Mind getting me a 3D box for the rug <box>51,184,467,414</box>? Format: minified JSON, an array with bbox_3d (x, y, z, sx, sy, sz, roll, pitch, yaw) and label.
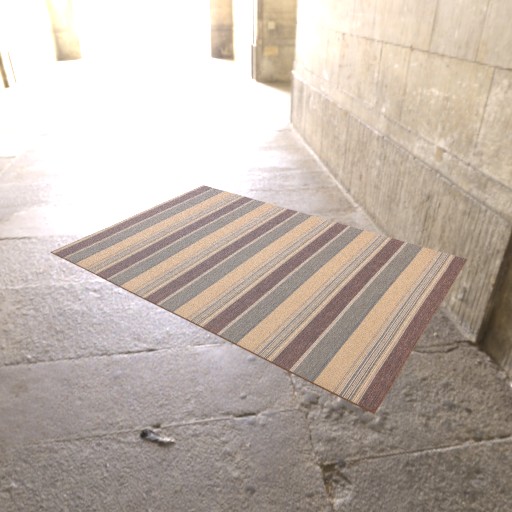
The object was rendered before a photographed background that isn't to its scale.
[{"bbox_3d":[0.000,0.000,2.334,1.829,0.008,1.219,20,36,30],"label":"rug"}]
